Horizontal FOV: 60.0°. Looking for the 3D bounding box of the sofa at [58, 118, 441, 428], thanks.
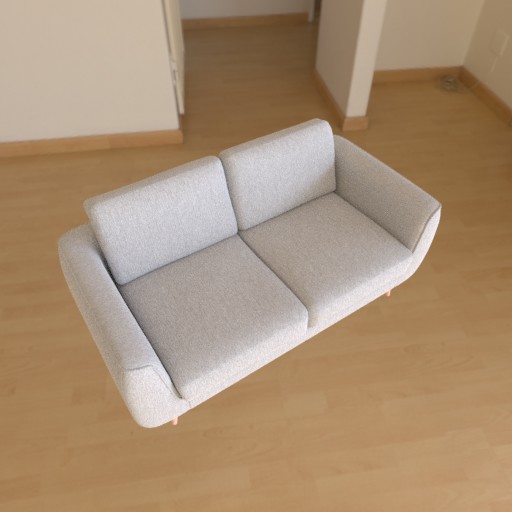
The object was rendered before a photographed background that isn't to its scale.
[{"bbox_3d":[0.000,0.000,2.234,1.700,0.850,0.920,-26,51,-23],"label":"sofa"}]
